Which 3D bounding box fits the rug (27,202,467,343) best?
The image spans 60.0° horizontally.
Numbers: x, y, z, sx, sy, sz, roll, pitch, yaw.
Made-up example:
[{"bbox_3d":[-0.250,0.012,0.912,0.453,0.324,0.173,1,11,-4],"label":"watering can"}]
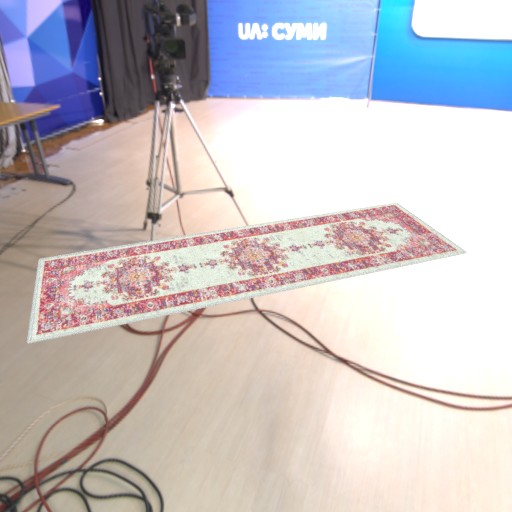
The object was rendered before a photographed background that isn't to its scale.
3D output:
[{"bbox_3d":[0.000,0.000,1.967,1.824,0.009,0.562,-10,33,-16],"label":"rug"}]
